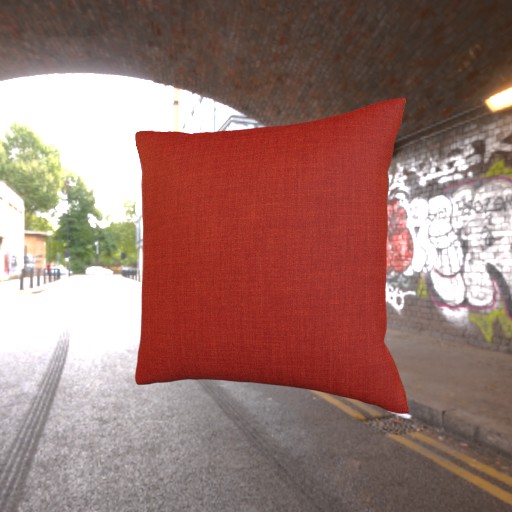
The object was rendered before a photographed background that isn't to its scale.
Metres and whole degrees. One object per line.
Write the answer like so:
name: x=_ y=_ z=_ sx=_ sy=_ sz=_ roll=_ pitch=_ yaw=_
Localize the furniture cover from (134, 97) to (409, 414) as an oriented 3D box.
furniture cover: x=0.000 y=0.000 z=0.796 sx=0.517 sy=0.508 sz=0.158 roll=0 pitch=-1 yaw=20
